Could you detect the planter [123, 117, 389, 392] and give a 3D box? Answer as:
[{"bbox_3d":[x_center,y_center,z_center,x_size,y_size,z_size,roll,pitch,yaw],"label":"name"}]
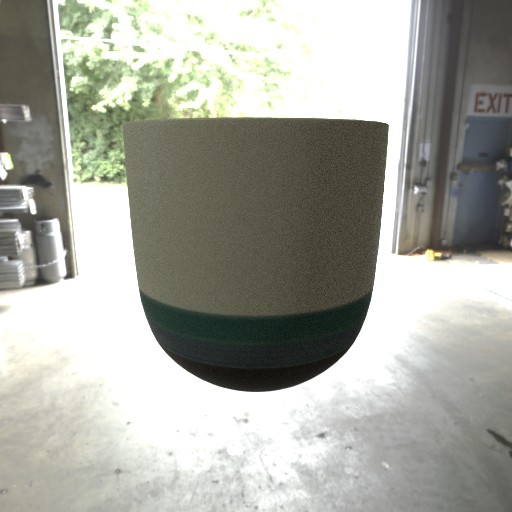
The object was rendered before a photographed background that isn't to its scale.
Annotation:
[{"bbox_3d":[0.000,0.000,0.378,0.204,0.214,0.204,0,14,0],"label":"planter"}]
